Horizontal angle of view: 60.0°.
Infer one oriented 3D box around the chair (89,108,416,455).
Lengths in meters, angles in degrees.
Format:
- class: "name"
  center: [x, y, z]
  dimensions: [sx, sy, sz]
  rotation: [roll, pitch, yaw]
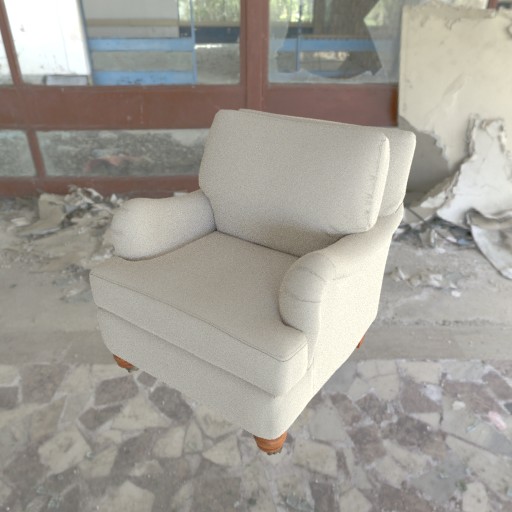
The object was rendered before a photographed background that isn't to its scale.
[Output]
- class: "chair"
  center: [0.000, 0.000, 1.865]
  dimensions: [0.955, 1.038, 1.070]
  rotation: [18, 34, 30]
